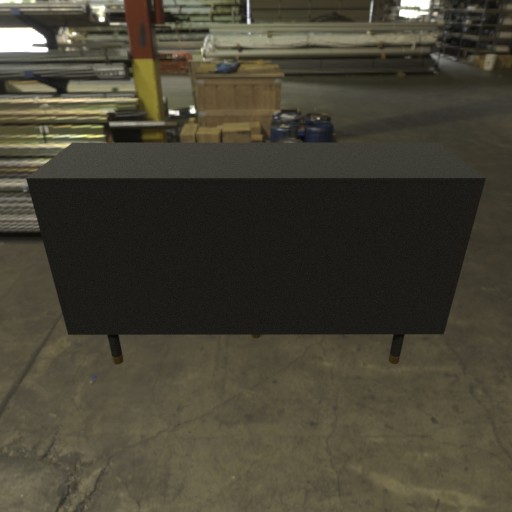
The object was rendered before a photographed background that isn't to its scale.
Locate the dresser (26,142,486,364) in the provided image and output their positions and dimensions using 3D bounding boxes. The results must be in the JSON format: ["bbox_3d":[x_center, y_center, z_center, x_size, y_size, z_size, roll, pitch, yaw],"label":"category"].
[{"bbox_3d":[0.000,0.000,1.918,1.558,0.872,0.463,0,30,0],"label":"dresser"}]
